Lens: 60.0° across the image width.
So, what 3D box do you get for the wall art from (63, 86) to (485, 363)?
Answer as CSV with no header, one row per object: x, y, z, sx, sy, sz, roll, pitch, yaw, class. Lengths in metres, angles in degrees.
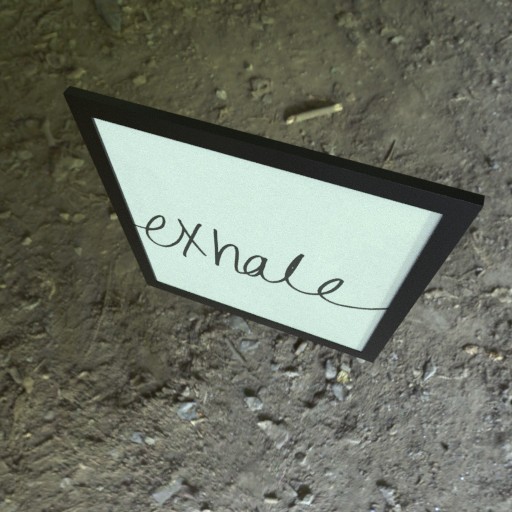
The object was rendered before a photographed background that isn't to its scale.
0.000,0.000,0.635,0.446,0.445,0.014,18,60,11,wall art
